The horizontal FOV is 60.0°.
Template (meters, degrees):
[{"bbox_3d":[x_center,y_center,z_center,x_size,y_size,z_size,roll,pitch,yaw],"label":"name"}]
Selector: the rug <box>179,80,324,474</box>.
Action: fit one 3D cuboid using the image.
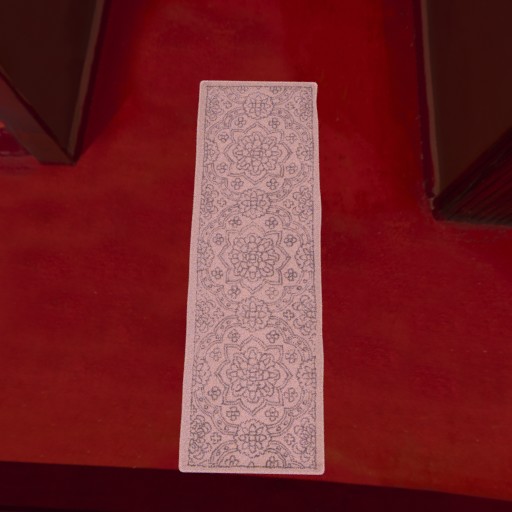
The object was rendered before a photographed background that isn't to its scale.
[{"bbox_3d":[0.000,0.000,2.701,0.806,0.006,2.431,1,76,0],"label":"rug"}]
